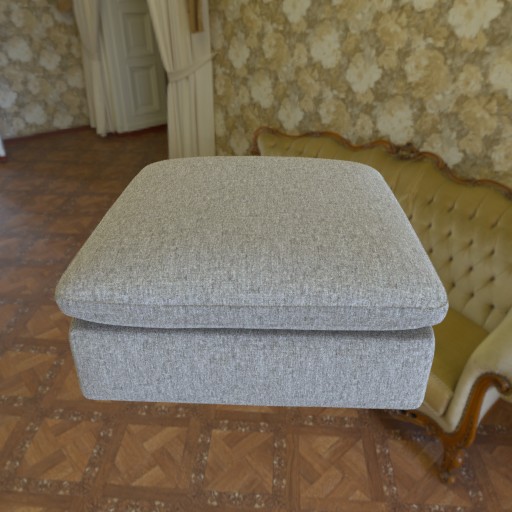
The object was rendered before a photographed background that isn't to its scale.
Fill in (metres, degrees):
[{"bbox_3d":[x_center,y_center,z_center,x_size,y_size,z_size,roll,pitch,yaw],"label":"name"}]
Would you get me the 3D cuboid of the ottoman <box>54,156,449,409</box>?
[{"bbox_3d":[0.000,0.000,1.614,1.039,0.526,1.035,1,31,2],"label":"ottoman"}]
